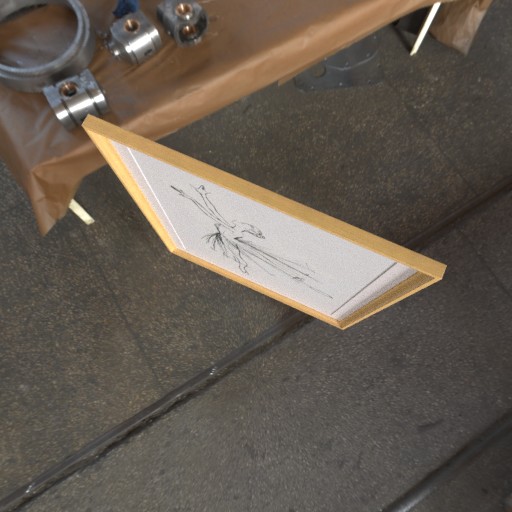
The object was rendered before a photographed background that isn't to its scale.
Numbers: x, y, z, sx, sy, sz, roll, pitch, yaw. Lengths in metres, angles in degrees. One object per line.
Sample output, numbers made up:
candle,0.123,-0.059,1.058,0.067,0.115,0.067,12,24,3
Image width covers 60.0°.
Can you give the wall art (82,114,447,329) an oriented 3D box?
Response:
wall art,0.000,0.000,1.382,0.798,1.002,0.030,24,76,6
